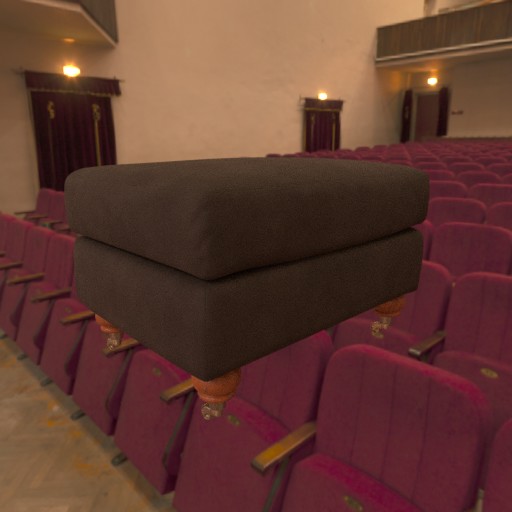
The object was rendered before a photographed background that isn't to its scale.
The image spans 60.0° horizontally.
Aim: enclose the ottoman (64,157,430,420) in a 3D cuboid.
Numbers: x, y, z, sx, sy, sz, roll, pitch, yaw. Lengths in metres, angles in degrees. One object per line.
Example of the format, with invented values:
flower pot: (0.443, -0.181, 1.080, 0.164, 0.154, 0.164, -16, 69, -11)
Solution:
ottoman: (0.000, 0.000, 1.151, 0.773, 0.497, 0.574, -13, 19, -41)
